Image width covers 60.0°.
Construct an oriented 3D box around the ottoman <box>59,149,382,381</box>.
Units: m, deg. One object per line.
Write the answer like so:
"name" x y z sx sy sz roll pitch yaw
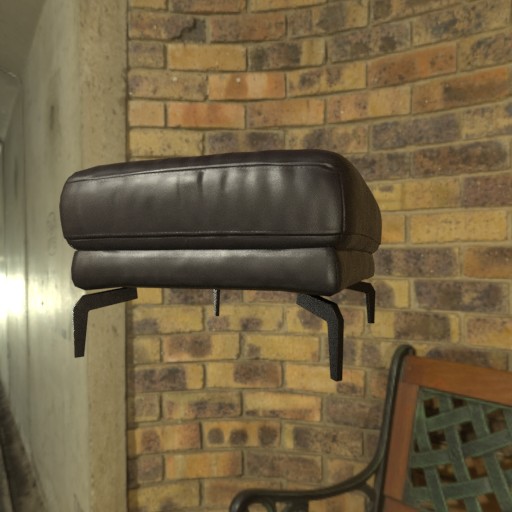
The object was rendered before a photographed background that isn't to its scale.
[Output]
"ottoman" 0.000 0.000 1.103 0.570 0.402 0.764 0 0 19
